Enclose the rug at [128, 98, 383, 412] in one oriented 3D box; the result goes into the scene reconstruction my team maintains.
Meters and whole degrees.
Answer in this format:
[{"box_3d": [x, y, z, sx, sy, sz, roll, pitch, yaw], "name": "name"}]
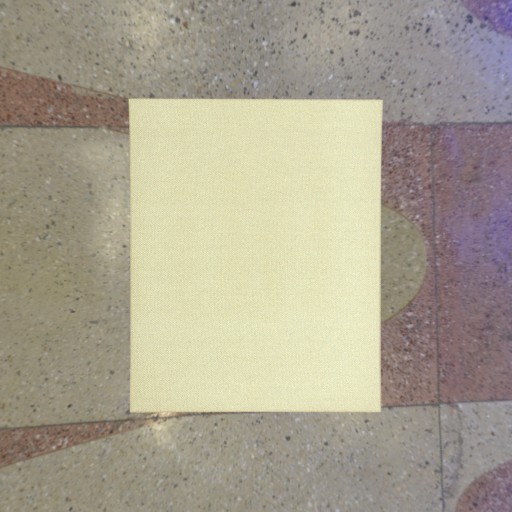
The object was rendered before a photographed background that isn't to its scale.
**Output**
[{"box_3d": [0.000, 0.000, 4.295, 2.462, 0.018, 3.039, 0, 90, 0], "name": "rug"}]
